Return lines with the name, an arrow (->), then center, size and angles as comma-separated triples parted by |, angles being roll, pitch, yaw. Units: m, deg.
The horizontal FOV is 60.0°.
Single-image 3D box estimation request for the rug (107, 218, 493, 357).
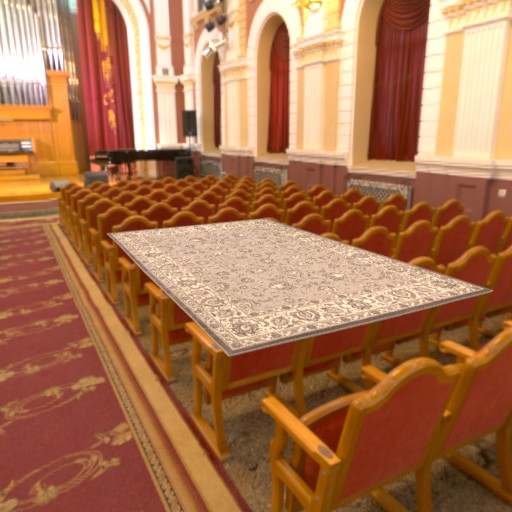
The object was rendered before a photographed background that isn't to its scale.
rug -> 0.000, 0.000, 2.998 | 1.524, 0.011, 2.438 | -8, 17, -27
